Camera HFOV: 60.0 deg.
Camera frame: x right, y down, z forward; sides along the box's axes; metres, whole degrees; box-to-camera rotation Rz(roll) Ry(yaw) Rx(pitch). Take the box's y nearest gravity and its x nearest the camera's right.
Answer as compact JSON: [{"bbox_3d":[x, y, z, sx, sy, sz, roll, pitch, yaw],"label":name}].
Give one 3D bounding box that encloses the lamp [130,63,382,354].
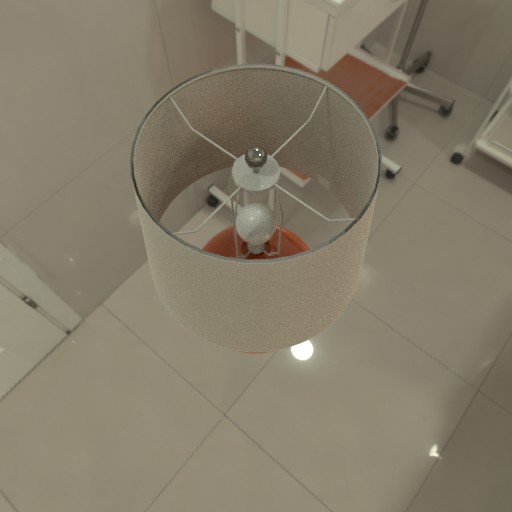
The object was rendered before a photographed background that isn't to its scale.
[{"bbox_3d":[0.000,0.000,0.536,0.247,0.387,0.247,0,63,0],"label":"lamp"}]
